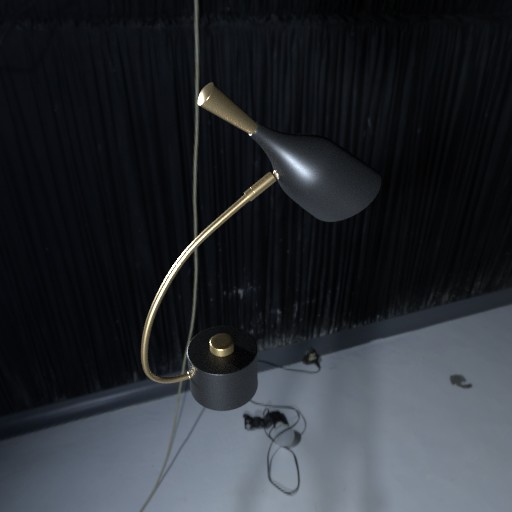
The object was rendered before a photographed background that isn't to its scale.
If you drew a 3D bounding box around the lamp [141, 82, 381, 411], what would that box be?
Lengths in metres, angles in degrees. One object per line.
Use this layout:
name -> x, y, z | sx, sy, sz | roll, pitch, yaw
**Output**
lamp -> 0.000, 0.000, 0.619 | 0.352, 0.464, 0.110 | -11, 33, -18
